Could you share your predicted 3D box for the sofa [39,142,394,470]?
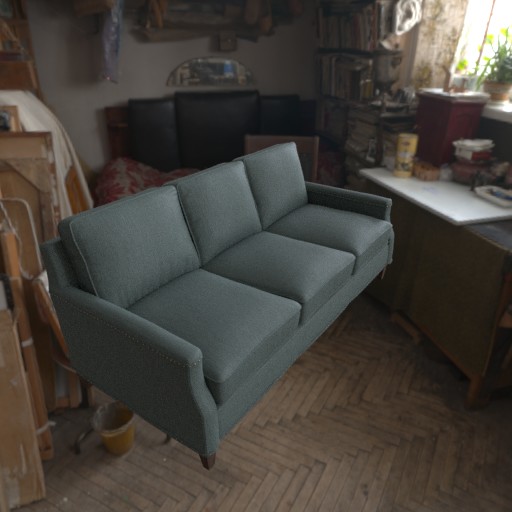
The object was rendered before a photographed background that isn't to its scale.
[{"bbox_3d":[0.000,0.000,2.809,1.084,1.003,2.246,18,32,31],"label":"sofa"}]
